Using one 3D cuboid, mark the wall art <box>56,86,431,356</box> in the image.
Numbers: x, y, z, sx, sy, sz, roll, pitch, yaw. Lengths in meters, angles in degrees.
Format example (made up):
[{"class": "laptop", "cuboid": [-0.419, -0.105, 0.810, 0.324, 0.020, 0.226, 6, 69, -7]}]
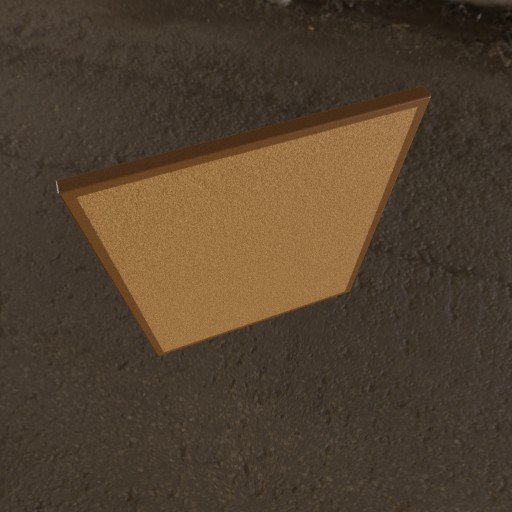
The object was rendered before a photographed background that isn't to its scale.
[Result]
[{"class": "wall art", "cuboid": [0.000, 0.000, 0.745, 0.449, 0.550, 0.021, -17, 61, -10]}]
